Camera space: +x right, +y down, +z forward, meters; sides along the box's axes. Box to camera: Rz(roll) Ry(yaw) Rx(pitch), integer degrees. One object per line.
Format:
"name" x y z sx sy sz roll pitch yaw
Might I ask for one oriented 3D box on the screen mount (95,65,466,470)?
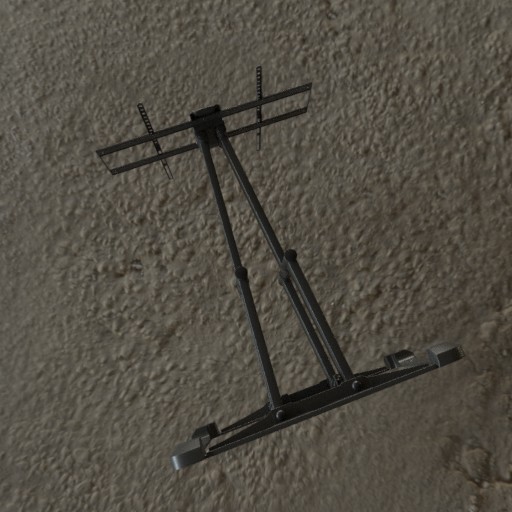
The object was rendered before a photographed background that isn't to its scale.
"screen mount" 0.000 0.000 1.327 0.725 0.483 0.905 -19 76 -5
